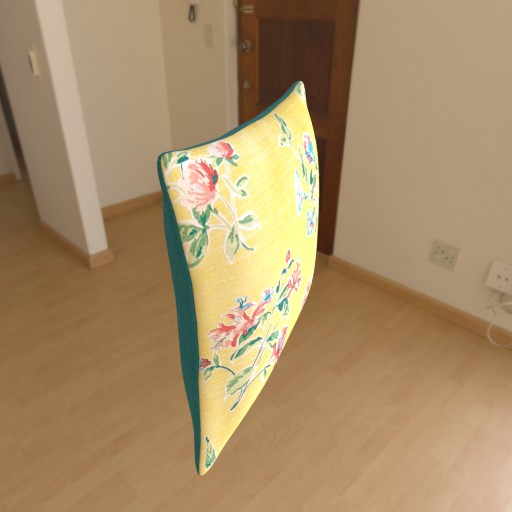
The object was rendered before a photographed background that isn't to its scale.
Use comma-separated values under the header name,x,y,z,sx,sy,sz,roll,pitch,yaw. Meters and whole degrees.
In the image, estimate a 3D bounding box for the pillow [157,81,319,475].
name,x,y,z,sx,sy,sz,roll,pitch,yaw
pillow,0.000,0.000,0.778,0.166,0.508,0.525,10,31,18
